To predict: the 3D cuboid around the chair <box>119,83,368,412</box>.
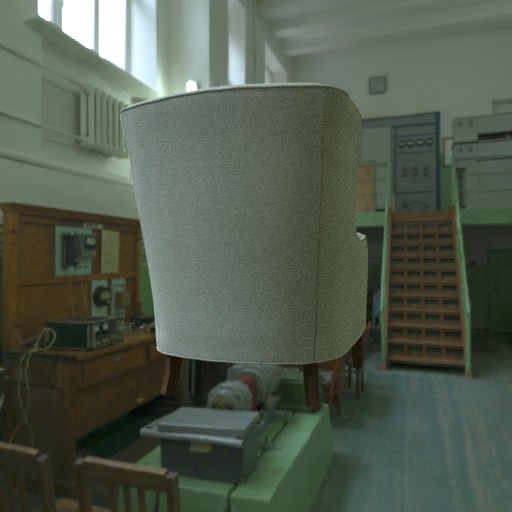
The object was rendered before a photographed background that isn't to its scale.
[{"bbox_3d":[0.000,0.000,1.766,0.838,1.040,0.966,0,0,18],"label":"chair"}]
